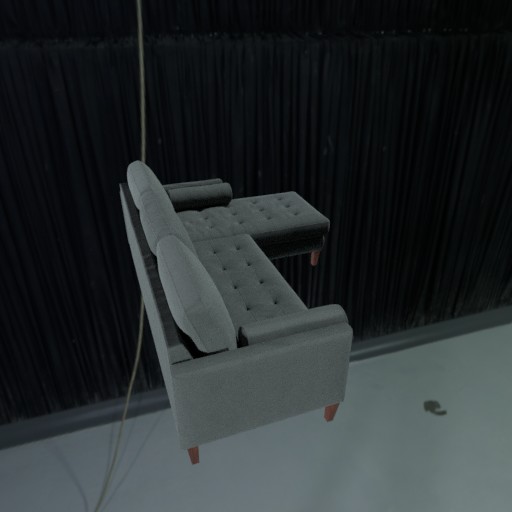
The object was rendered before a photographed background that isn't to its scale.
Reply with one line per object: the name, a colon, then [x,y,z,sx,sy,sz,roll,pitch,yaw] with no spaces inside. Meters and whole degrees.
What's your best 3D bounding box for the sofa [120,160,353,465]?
sofa: [0.000,0.000,2.936,1.506,0.876,2.178,-10,31,-18]
